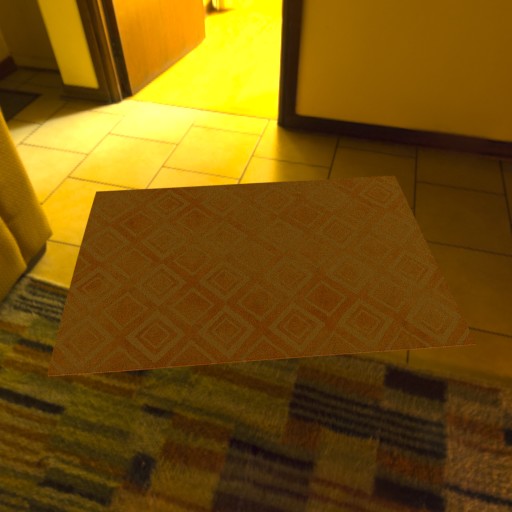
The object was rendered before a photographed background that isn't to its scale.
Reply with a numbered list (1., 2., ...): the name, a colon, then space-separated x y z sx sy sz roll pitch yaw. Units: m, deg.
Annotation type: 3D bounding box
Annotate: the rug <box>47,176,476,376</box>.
1. rug: 0.000 0.000 2.286 1.829 0.010 1.213 -3 47 -3
